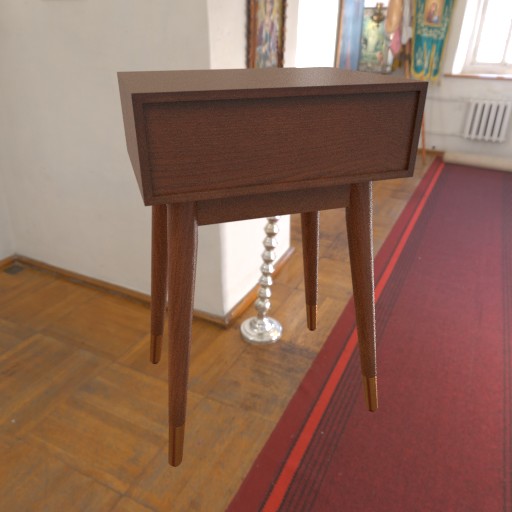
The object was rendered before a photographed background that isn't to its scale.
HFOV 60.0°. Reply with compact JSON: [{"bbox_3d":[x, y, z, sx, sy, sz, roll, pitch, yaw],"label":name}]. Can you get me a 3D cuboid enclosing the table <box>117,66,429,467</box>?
[{"bbox_3d":[0.000,0.000,0.793,0.406,0.599,0.300,-9,28,-16],"label":"table"}]
